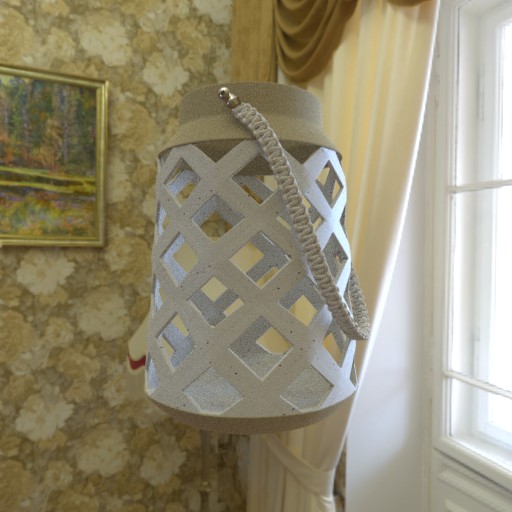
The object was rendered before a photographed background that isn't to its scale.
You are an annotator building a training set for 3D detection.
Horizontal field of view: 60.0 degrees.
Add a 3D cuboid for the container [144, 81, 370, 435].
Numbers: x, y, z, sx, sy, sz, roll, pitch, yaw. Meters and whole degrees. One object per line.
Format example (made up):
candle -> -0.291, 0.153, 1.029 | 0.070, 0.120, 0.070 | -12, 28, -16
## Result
container -> 0.000, 0.000, 0.342 | 0.172, 0.229, 0.163 | 0, 1, 17
